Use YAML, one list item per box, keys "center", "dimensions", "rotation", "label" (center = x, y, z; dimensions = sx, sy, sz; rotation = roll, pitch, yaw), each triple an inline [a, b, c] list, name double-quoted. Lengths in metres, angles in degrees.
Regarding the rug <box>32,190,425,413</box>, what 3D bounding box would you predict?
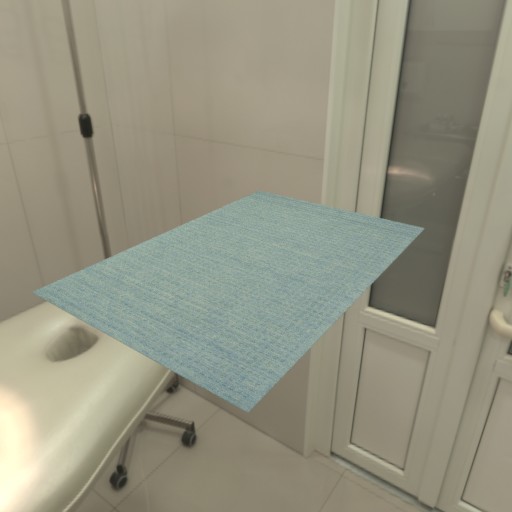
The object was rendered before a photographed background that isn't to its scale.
- center: [0.000, 0.000, 3.797]
  dimensions: [1.982, 0.006, 2.895]
  rotation: [18, 32, 31]
  label: "rug"
